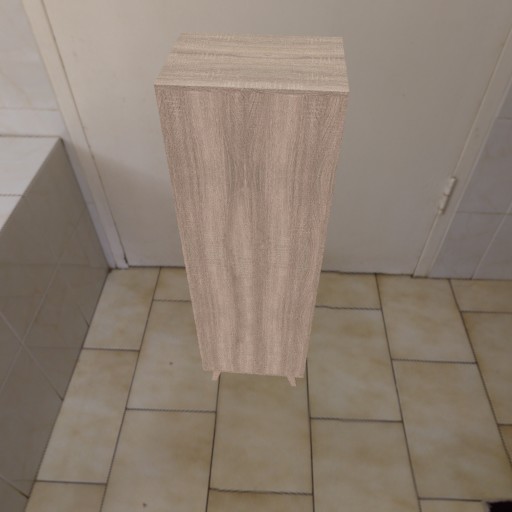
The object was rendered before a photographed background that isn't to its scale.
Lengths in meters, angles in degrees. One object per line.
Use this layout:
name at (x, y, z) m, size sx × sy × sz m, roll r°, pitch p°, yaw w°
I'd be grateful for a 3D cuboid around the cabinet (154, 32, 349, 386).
cabinet at (0.000, 0.000, 2.097) m, size 0.570 × 1.850 × 0.400 m, roll 3°, pitch 47°, yaw 3°
